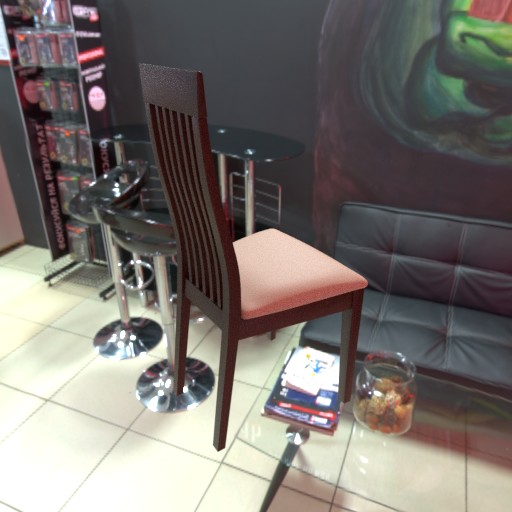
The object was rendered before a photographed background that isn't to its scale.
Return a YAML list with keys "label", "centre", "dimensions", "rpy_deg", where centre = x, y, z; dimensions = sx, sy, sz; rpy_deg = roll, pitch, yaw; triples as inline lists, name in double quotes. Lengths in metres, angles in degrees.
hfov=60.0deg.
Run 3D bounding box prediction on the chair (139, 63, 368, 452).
- label: "chair"
  centre: [0.000, 0.000, 1.283]
  dimensions: [0.474, 1.027, 0.460]
  rpy_deg: [-17, 32, -31]
